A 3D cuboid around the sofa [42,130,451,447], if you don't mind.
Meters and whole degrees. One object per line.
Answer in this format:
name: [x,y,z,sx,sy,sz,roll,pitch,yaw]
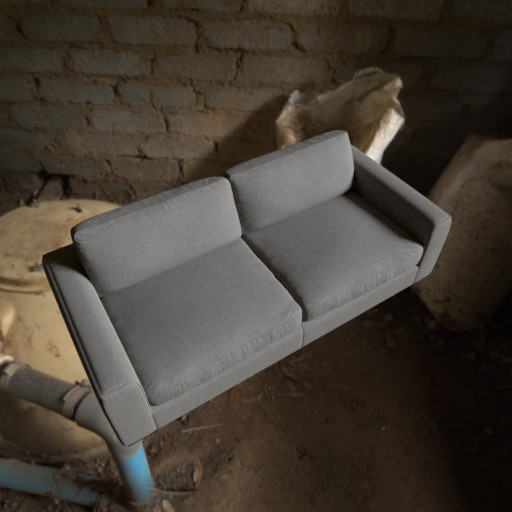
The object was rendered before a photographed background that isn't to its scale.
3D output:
sofa: [0.000,0.000,2.721,2.262,0.801,1.070,-25,51,-21]
